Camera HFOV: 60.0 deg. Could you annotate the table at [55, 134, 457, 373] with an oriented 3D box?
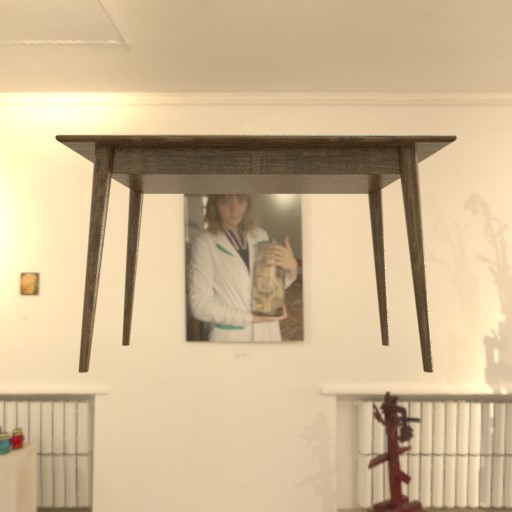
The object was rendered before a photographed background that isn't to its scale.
[{"bbox_3d":[0.000,0.000,1.727,1.300,0.780,0.599,0,-1,0],"label":"table"}]
